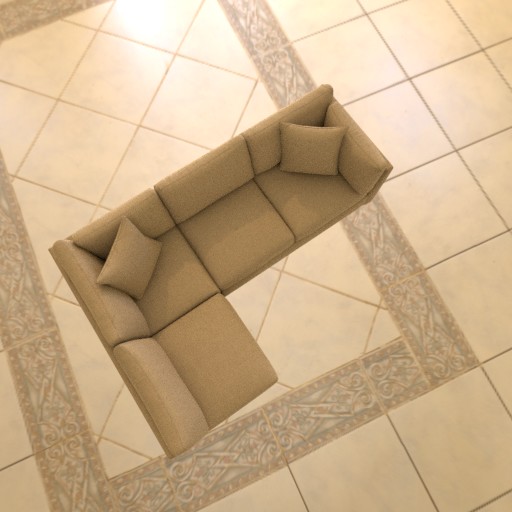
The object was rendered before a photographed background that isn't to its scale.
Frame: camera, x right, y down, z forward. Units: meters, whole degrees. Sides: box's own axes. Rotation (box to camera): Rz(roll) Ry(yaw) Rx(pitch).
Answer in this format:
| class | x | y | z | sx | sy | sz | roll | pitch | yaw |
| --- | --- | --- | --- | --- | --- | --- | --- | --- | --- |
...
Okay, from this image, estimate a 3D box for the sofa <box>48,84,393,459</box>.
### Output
| class | x | y | z | sx | sy | sz | roll | pitch | yaw |
| --- | --- | --- | --- | --- | --- | --- | --- | --- | --- |
| sofa | 0.000 | 0.000 | 3.901 | 2.896 | 0.978 | 1.994 | -33 | 76 | -9 |
